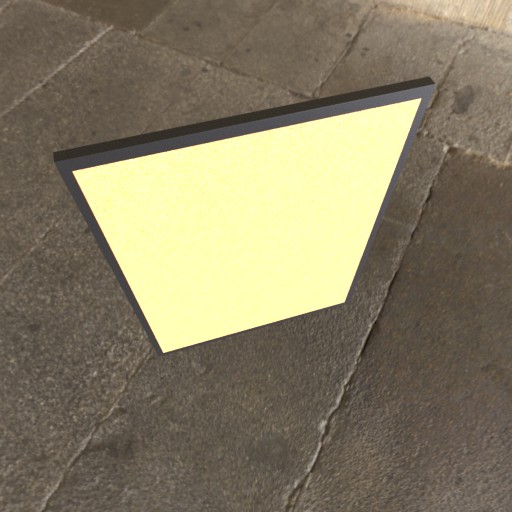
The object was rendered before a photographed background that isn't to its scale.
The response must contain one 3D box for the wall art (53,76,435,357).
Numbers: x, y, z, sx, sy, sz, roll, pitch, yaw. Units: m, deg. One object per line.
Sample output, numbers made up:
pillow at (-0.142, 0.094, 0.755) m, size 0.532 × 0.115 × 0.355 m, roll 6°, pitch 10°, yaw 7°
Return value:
wall art at (0.000, 0.000, 1.305) m, size 0.774 × 1.027 × 0.030 m, roll -14°, pitch 59°, yaw -9°
